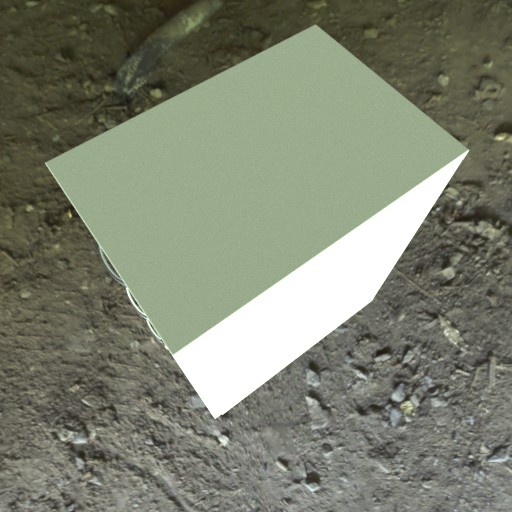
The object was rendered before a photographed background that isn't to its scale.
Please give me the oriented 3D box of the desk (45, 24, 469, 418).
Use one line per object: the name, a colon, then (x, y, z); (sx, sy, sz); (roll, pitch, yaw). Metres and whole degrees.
desk: (0.000, 0.000, 1.068); (0.600, 0.730, 0.404); (-34, 68, -16)
